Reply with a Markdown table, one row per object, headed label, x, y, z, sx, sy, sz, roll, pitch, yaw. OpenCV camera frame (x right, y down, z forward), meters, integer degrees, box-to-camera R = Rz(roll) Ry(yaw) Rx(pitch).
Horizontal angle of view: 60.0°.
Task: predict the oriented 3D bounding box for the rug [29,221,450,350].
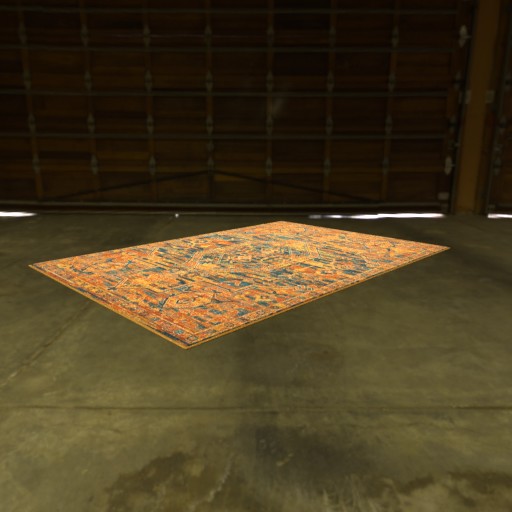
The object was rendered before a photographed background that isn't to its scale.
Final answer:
| label | x | y | z | sx | sy | sz | roll | pitch | yaw |
| --- | --- | --- | --- | --- | --- | --- | --- | --- | --- |
| rug | 0.000 | 0.000 | 3.702 | 2.916 | 0.019 | 2.043 | -13 | 19 | -43 |
